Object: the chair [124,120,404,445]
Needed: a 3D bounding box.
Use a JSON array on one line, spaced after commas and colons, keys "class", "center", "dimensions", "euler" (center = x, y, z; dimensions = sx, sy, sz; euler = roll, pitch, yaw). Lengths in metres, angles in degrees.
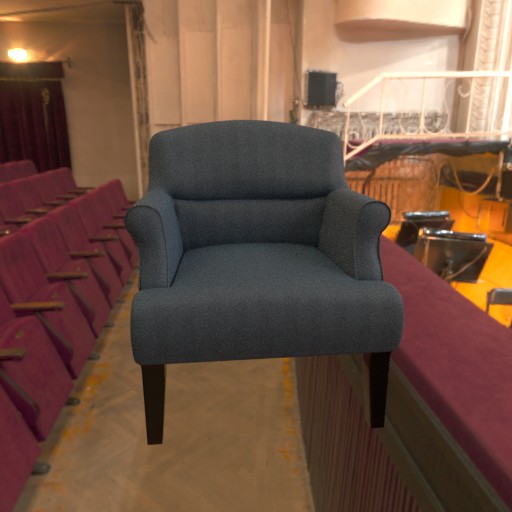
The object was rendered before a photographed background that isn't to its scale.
[{"class": "chair", "center": [0.000, 0.000, 1.464], "dimensions": [0.770, 0.878, 0.754], "euler": [-2, 16, -6]}]
